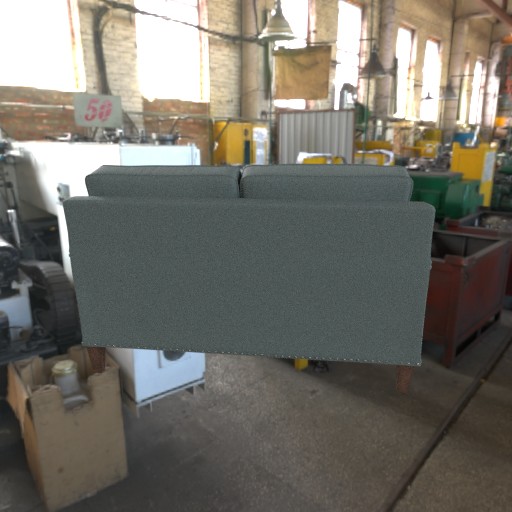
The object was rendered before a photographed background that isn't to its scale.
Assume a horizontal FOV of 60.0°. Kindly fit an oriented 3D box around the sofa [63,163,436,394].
[{"bbox_3d":[0.000,0.000,2.353,1.597,1.003,1.084,2,15,7],"label":"sofa"}]
